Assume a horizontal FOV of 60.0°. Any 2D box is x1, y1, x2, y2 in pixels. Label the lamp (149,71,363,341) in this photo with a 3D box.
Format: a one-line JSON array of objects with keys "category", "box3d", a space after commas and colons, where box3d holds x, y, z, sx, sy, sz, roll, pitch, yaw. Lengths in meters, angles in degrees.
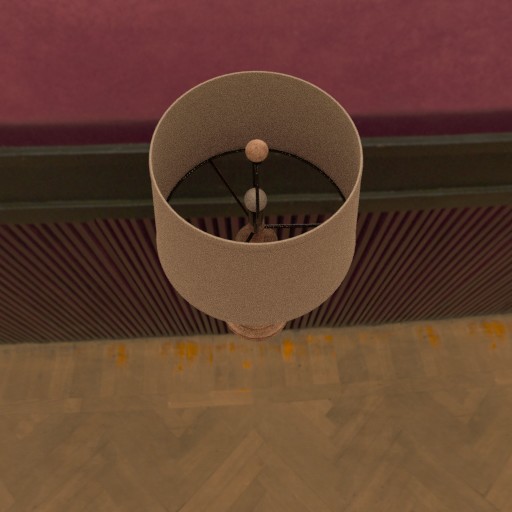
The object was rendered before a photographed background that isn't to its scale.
[{"category": "lamp", "box3d": [0.000, 0.000, 0.862, 0.340, 0.678, 0.340, 0, 66, 0]}]
